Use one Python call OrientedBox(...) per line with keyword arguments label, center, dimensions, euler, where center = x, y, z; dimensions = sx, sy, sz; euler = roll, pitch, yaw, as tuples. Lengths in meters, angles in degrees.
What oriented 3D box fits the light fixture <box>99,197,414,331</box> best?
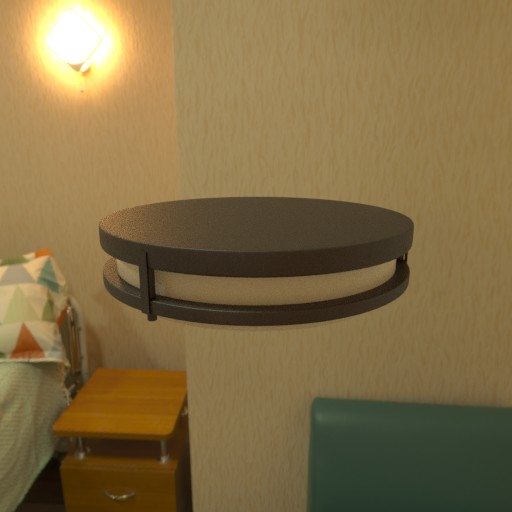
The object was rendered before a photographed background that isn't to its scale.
OrientedBox(label="light fixture", center=(0.000, 0.000, 0.539), dimensions=(0.356, 0.102, 0.356), euler=(0, 15, 0))
